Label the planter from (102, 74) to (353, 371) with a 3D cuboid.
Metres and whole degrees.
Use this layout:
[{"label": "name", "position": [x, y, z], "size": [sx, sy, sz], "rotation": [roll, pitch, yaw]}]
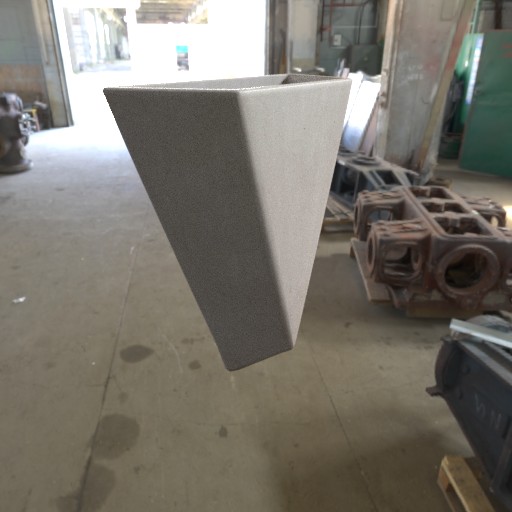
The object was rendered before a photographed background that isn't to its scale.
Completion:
[{"label": "planter", "position": [0.000, 0.000, 0.268], "size": [0.060, 0.197, 0.150], "rotation": [17, 30, 33]}]
